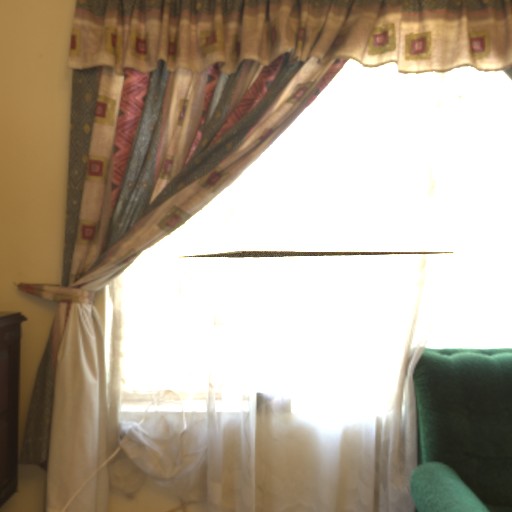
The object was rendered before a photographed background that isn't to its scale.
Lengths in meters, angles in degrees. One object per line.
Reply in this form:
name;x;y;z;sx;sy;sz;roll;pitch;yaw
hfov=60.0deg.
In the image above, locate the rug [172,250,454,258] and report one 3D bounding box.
rug;0.000;0.000;2.639;0.783;0.006;2.438;0;-1;-16
